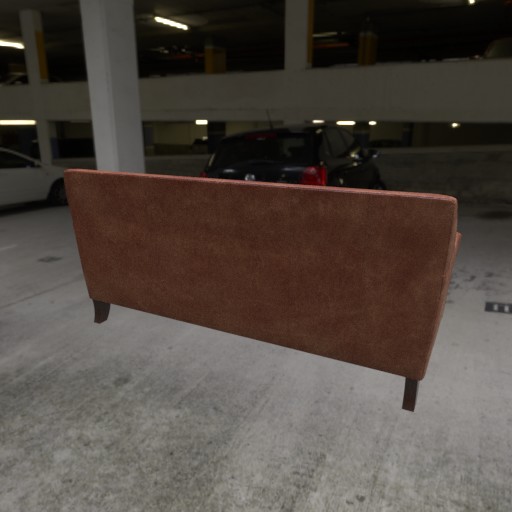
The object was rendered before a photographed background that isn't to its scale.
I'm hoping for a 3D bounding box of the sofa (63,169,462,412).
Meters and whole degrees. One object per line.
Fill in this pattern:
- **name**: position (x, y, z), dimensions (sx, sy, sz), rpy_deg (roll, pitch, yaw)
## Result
- **sofa**: position (0.000, 0.000, 2.504), dimensions (2.053, 0.947, 0.805), rpy_deg (9, 19, 26)
